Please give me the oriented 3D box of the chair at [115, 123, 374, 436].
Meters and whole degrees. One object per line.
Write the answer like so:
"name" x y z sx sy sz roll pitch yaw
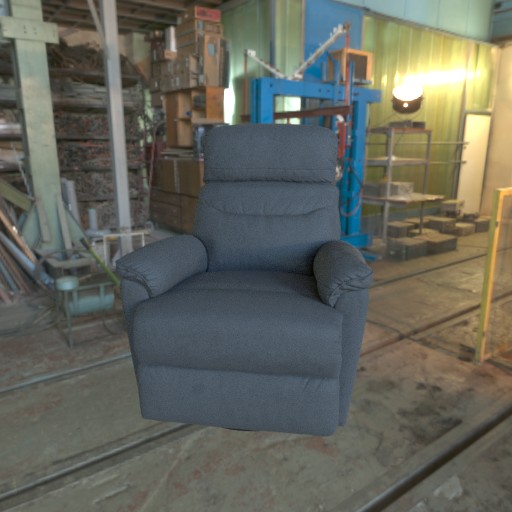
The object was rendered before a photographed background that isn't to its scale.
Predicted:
"chair" 0.000 0.000 1.746 0.820 1.037 1.004 2 14 8
